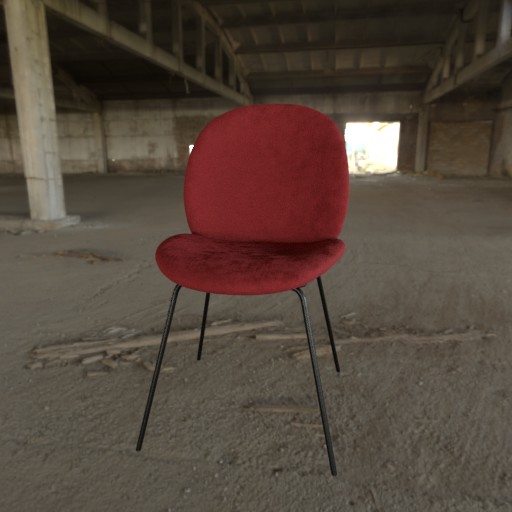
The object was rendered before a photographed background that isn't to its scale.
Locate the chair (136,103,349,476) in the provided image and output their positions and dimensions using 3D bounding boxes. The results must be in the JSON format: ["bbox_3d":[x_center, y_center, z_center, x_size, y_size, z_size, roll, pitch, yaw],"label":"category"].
[{"bbox_3d":[0.000,0.000,1.128,0.458,0.791,0.587,2,13,10],"label":"chair"}]
